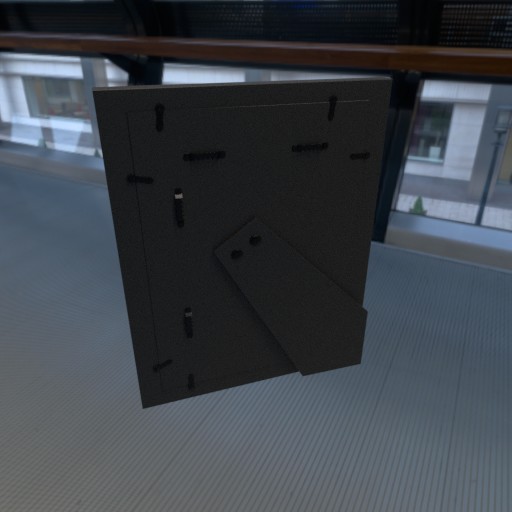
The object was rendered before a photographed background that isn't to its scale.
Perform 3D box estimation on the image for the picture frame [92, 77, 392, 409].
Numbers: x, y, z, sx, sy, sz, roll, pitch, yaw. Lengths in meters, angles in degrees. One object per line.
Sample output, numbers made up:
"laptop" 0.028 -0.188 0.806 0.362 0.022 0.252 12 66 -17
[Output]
"picture frame" 0.000 0.000 0.524 0.307 0.383 0.036 -9 28 -17
